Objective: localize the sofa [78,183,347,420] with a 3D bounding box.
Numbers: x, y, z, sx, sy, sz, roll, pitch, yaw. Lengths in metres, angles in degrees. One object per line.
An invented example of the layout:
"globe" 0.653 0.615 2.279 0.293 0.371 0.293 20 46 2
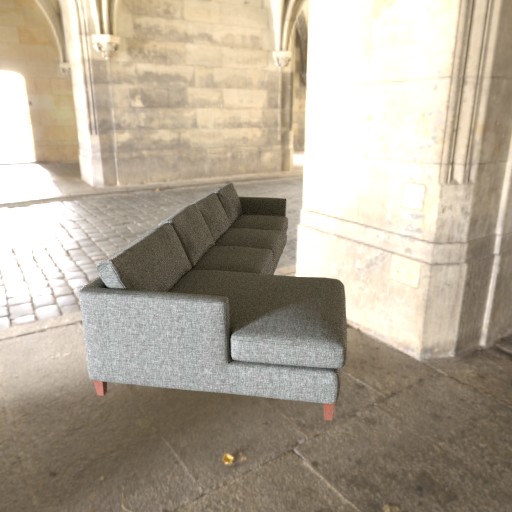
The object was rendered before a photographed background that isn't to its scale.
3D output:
"sofa" 0.000 0.000 4.217 1.635 0.960 3.485 3 18 9
